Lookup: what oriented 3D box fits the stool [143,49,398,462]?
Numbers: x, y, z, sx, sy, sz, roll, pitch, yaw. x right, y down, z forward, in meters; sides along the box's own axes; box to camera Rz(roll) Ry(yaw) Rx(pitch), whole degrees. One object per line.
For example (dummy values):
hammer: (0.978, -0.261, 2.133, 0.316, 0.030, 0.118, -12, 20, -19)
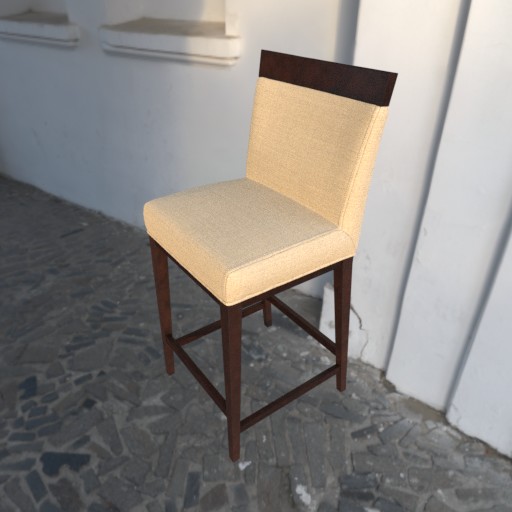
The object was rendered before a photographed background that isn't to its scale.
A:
stool: (0.000, 0.000, 1.402, 0.531, 1.117, 0.511, -21, 37, -30)
